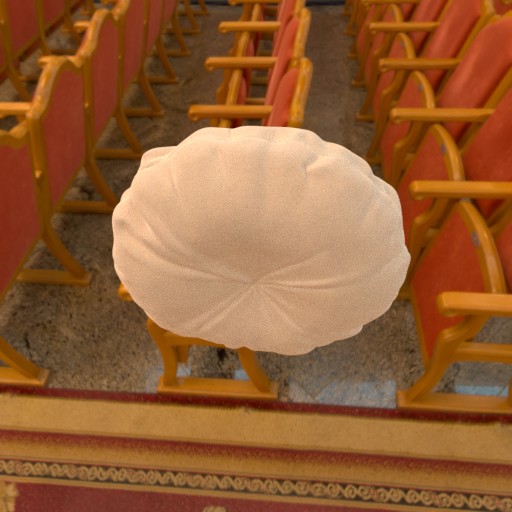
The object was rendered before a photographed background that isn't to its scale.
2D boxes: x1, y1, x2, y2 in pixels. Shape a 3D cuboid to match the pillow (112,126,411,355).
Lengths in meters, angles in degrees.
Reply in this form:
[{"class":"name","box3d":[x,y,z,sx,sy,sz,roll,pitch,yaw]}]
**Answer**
[{"class":"pillow","box3d":[0.000,0.000,0.648,0.428,0.407,0.148,4,46,3]}]
